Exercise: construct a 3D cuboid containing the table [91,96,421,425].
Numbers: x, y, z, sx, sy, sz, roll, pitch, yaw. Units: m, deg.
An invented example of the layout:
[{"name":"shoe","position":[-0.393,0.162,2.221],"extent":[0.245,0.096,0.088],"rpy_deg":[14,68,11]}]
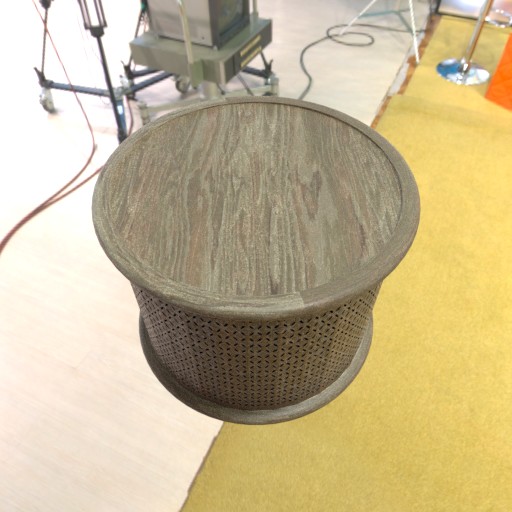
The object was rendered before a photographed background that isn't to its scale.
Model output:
[{"name":"table","position":[0.000,0.000,1.004],"extent":[0.607,0.450,0.607],"rpy_deg":[0,50,0]}]
